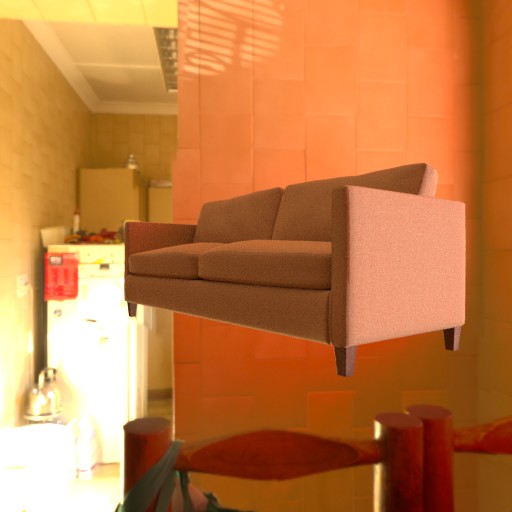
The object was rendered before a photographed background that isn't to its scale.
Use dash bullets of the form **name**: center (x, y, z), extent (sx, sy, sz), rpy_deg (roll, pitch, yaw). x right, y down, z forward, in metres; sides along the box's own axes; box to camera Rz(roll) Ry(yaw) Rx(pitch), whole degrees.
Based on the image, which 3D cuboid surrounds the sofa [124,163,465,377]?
- **sofa**: center (0.000, 0.000, 2.921), extent (0.951, 0.968, 2.361), rpy_deg (0, 0, -37)
